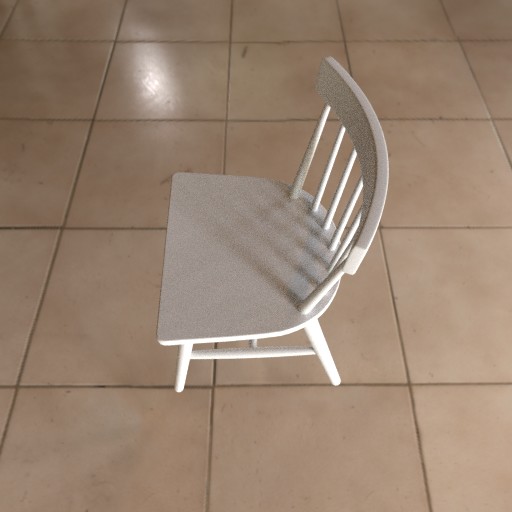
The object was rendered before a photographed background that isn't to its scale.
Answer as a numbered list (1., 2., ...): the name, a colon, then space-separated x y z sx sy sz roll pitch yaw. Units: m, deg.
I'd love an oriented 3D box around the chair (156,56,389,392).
1. chair: 0.000 0.000 1.116 0.500 0.787 0.483 -1 58 -1
